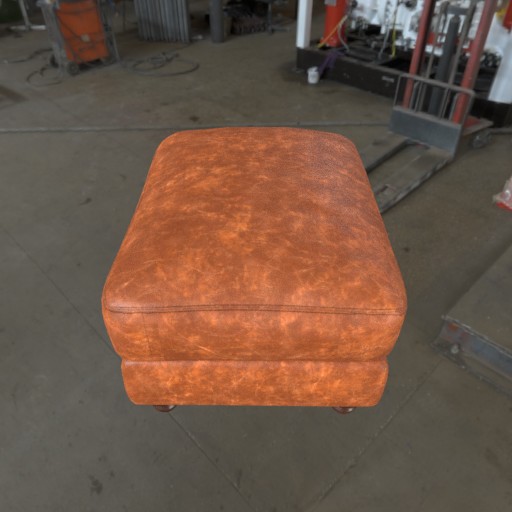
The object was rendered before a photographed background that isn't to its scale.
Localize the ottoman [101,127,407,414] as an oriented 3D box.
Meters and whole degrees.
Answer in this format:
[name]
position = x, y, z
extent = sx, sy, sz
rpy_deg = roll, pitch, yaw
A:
[ottoman]
position = 0.000, 0.000, 1.295
extent = 0.657, 0.562, 0.832
rpy_deg = 0, 40, 0
